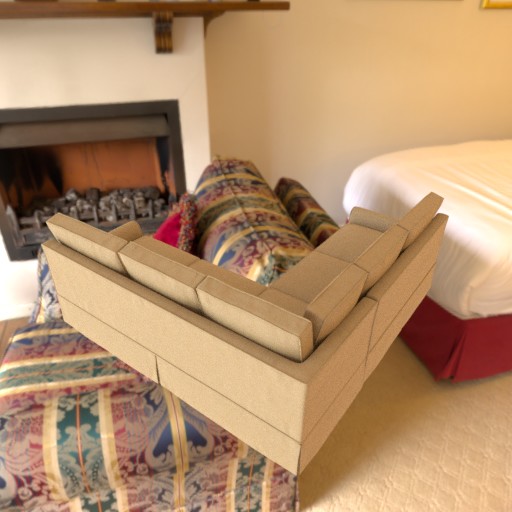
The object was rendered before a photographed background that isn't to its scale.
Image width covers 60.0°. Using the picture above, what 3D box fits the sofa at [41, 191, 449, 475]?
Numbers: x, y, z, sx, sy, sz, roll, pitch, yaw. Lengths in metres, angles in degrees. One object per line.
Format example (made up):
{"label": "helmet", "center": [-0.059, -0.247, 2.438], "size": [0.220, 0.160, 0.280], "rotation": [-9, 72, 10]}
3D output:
{"label": "sofa", "center": [0.000, 0.000, 4.258], "size": [2.733, 1.124, 2.730], "rotation": [21, 38, 30]}
